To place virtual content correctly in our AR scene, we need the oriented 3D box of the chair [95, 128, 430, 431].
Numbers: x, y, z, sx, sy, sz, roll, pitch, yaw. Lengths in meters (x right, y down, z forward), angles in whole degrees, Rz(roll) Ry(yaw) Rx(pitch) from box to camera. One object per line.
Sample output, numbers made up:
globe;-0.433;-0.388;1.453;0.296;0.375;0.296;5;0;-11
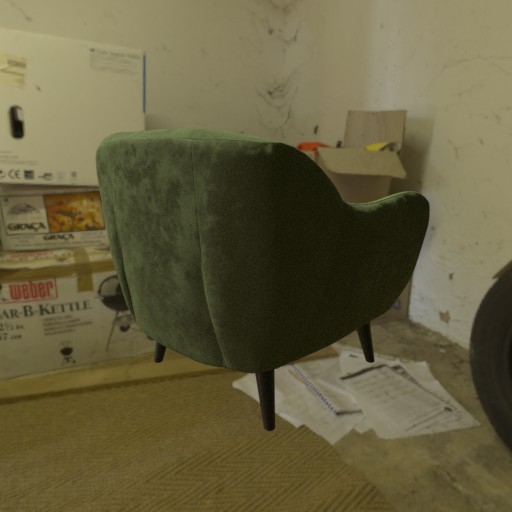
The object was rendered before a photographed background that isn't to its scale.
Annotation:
chair;0.000;0.000;1.478;0.840;0.804;0.819;14;20;43
